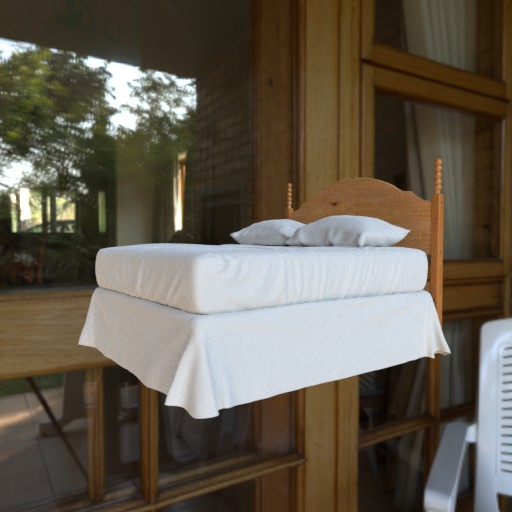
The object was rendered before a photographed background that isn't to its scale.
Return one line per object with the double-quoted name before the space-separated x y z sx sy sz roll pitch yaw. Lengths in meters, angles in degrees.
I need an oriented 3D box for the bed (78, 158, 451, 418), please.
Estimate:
"bed" 0.000 0.000 3.159 2.040 1.356 1.873 -1 2 -36
